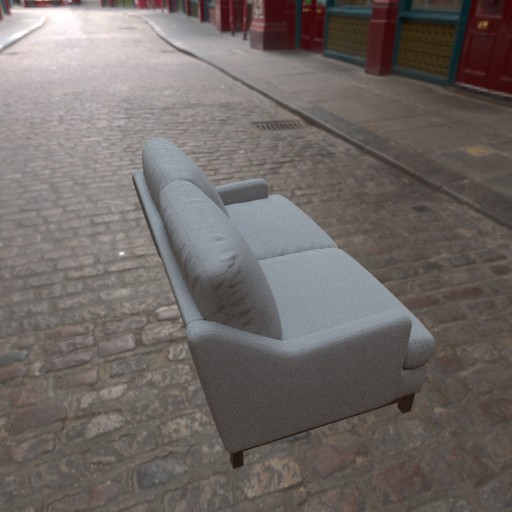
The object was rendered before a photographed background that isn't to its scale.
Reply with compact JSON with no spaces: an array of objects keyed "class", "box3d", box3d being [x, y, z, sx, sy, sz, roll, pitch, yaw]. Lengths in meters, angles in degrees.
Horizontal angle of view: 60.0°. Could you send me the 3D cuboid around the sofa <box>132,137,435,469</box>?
[{"class":"sofa","box3d":[0.000,0.000,2.205,0.987,0.921,1.589,-10,32,-17]}]
